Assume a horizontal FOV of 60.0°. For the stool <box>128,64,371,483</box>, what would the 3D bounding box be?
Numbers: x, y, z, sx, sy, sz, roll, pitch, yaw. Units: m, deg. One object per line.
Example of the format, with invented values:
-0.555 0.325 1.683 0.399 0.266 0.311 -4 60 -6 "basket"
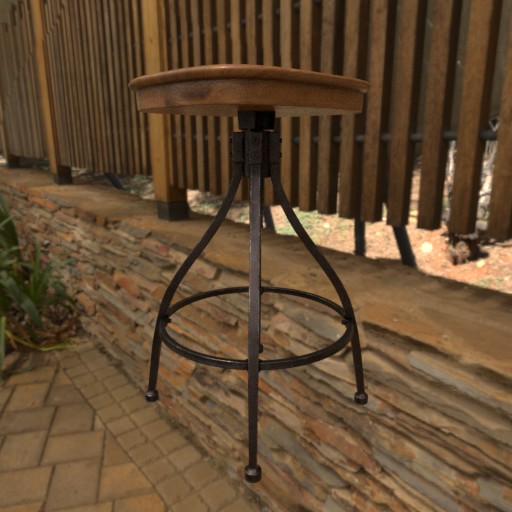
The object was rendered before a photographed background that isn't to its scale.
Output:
0.000 0.000 0.944 0.432 0.694 0.424 -14 20 -42 "stool"
